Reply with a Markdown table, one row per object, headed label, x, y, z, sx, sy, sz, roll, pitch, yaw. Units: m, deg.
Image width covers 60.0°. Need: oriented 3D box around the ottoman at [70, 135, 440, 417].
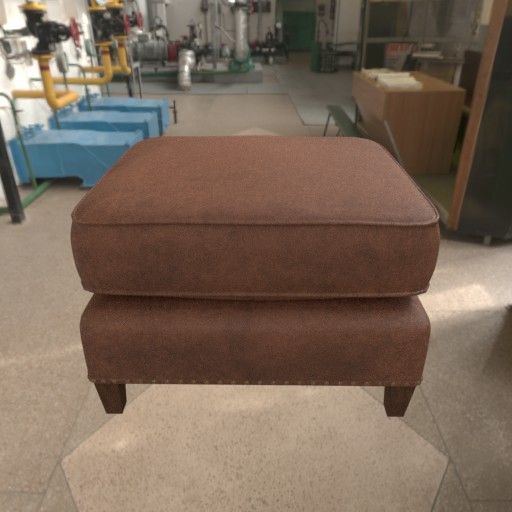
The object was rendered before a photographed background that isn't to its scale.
| label | x | y | z | sx | sy | sz | roll | pitch | yaw |
| --- | --- | --- | --- | --- | --- | --- | --- | --- | --- |
| ottoman | 0.000 | 0.000 | 1.135 | 0.738 | 0.537 | 0.589 | 0 | 30 | 1 |
